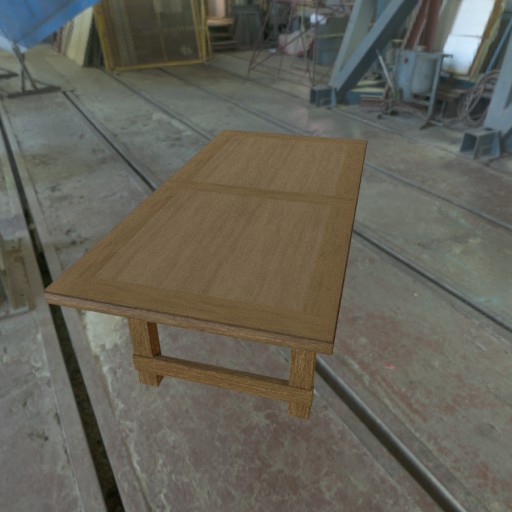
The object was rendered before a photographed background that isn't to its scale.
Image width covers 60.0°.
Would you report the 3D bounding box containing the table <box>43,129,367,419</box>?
[{"bbox_3d":[0.000,0.000,2.430,1.000,0.762,1.982,8,33,13],"label":"table"}]
